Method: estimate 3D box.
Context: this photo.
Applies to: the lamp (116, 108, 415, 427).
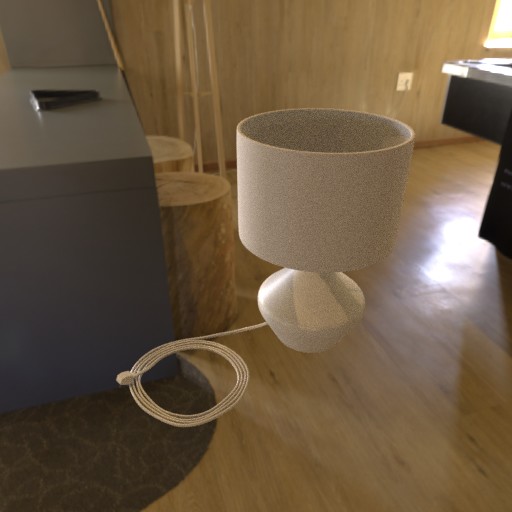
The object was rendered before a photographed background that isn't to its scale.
[{"bbox_3d":[0.000,0.000,0.840,0.546,0.457,0.401,-1,30,-2],"label":"lamp"}]
